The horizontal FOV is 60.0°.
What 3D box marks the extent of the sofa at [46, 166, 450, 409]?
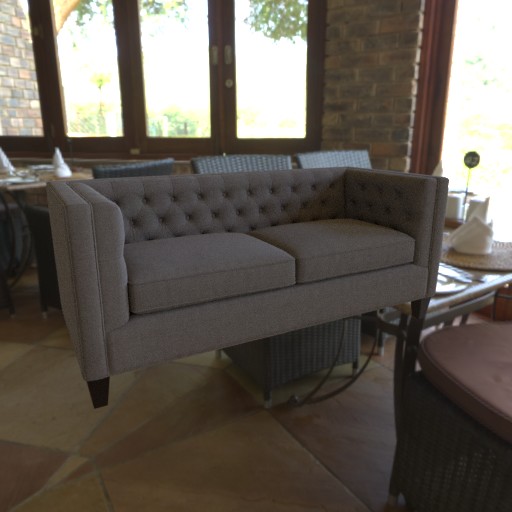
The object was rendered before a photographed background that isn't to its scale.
[{"bbox_3d":[0.000,0.000,2.209,1.778,0.762,0.775,-9,18,-27],"label":"sofa"}]
